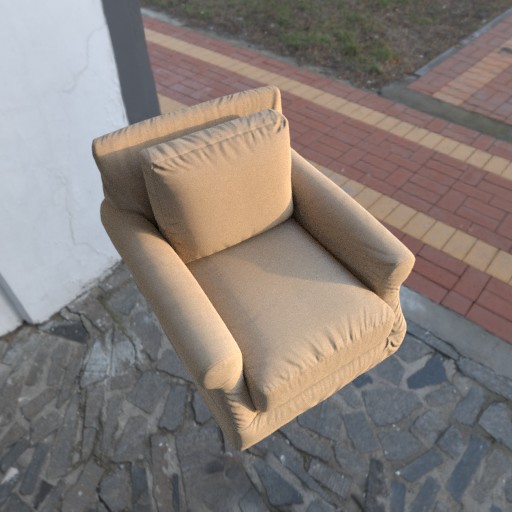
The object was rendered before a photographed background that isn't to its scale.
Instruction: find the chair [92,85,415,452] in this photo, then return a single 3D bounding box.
[{"bbox_3d":[0.000,0.000,1.788,0.940,0.866,1.066,-25,52,-21],"label":"chair"}]
